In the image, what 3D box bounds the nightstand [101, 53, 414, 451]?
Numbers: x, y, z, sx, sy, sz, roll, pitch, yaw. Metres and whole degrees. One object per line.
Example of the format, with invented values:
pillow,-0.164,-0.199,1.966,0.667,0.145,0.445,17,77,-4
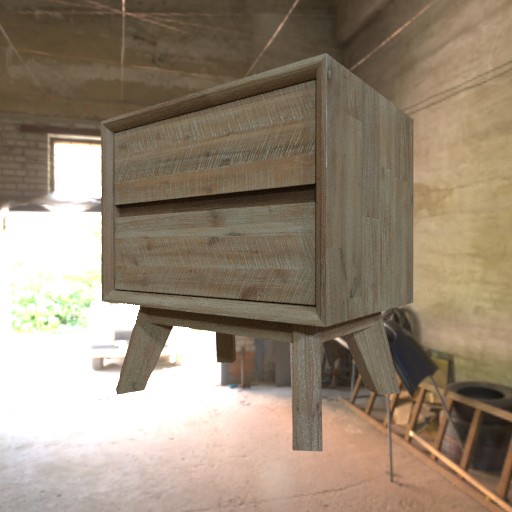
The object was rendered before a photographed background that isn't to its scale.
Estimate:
nightstand,0.000,0.000,0.964,0.552,0.589,0.396,0,0,37
